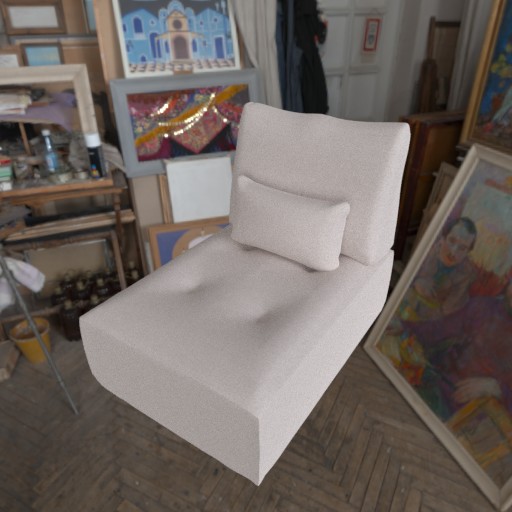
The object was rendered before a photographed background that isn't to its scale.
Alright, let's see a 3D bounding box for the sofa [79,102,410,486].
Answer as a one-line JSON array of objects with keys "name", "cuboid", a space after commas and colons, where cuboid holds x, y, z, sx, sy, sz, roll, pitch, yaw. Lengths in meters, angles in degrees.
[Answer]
[{"name": "sofa", "cuboid": [0.000, 0.000, 1.542, 0.700, 0.820, 1.000, 19, 35, 29]}]
